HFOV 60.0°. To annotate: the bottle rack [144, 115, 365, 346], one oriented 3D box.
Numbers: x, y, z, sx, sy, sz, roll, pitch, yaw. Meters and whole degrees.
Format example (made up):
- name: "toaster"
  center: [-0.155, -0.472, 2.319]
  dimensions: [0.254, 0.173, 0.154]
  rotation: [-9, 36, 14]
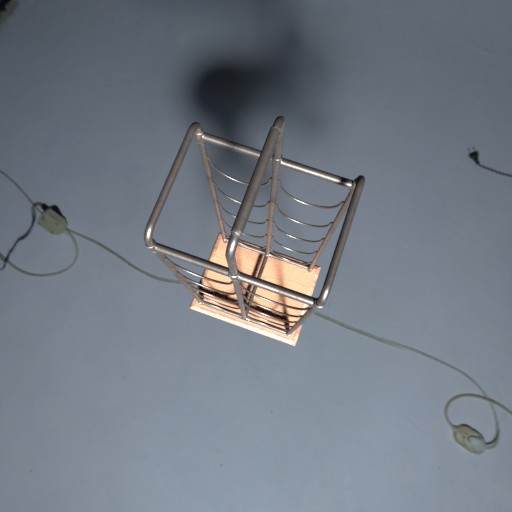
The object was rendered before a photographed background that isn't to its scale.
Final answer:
- name: "bottle rack"
  center: [0.000, 0.000, 0.793]
  dimensions: [0.276, 0.680, 0.208]
  rotation: [19, 77, 5]
